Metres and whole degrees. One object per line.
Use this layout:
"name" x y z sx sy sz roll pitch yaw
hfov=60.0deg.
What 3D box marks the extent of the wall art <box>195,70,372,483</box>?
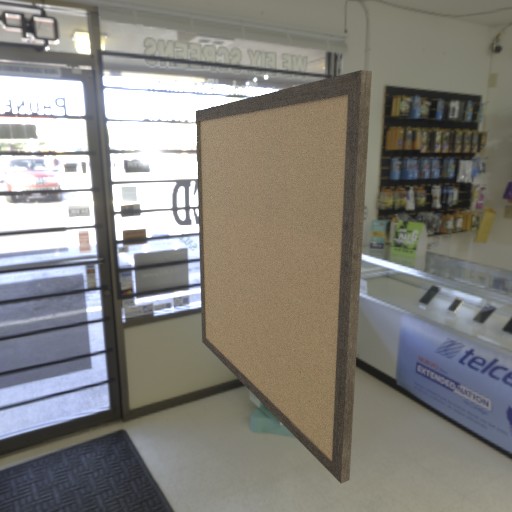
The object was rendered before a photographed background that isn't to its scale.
"wall art" 0.000 0.000 0.672 0.013 0.457 0.457 -7 15 -27
